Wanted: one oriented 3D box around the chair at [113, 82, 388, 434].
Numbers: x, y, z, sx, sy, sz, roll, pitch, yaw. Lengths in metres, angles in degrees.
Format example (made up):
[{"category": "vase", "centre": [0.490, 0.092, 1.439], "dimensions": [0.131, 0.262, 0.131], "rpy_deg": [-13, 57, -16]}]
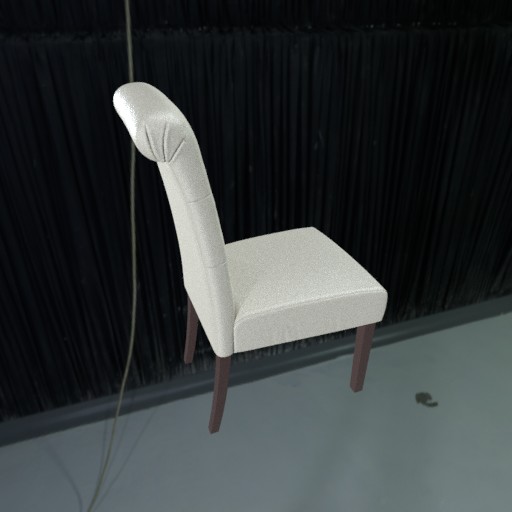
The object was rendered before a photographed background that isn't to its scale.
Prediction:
[{"category": "chair", "centre": [0.000, 0.000, 1.358], "dimensions": [0.671, 1.006, 0.456], "rpy_deg": [-11, 32, -18]}]
